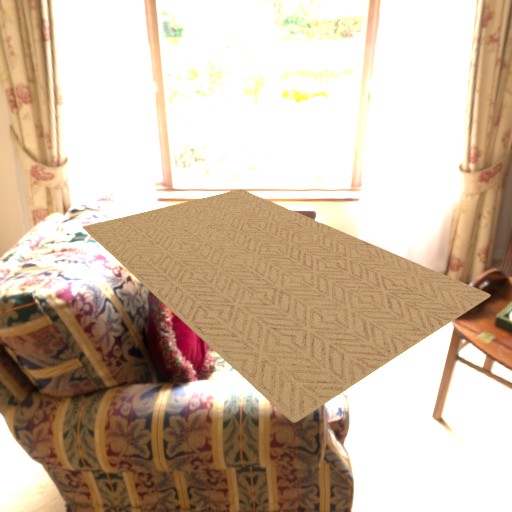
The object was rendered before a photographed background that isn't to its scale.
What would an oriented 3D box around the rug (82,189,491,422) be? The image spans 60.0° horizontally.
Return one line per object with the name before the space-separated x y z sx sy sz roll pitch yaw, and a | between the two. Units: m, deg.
rug | 0.000 0.000 2.976 1.523 0.008 2.438 -19 33 -33
